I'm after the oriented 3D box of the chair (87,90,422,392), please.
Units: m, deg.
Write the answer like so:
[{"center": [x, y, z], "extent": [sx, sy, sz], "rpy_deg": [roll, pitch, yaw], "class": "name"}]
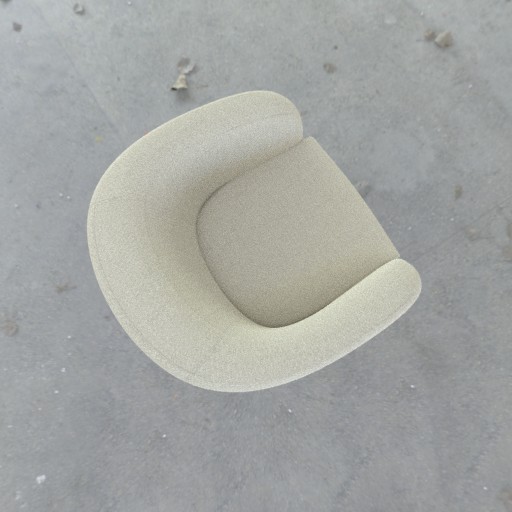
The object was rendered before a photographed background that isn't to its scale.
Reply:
[{"center": [0.000, 0.000, 1.439], "extent": [0.815, 0.771, 0.791], "rpy_deg": [-31, 77, -8], "class": "chair"}]
